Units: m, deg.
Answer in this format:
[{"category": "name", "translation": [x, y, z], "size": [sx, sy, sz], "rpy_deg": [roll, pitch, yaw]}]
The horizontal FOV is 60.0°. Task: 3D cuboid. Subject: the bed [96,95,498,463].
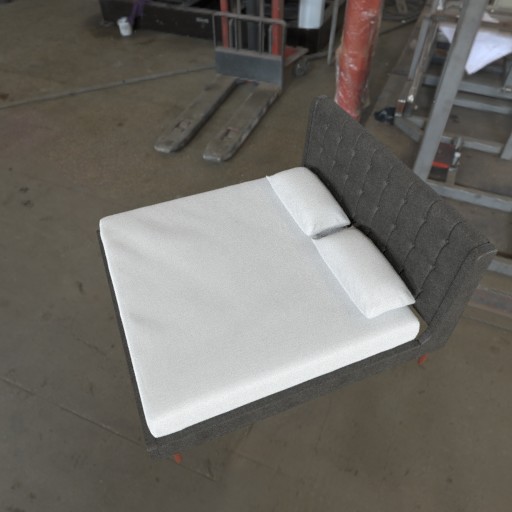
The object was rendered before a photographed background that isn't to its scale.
[{"category": "bed", "translation": [0.000, 0.000, 3.097], "size": [2.031, 1.158, 1.903], "rpy_deg": [-16, 48, -15]}]
